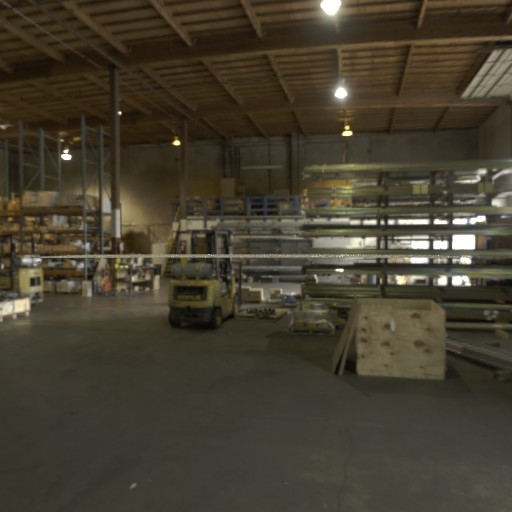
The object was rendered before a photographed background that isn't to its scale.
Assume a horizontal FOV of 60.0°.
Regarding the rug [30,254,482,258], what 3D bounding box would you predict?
[{"bbox_3d":[0.000,0.000,2.600,2.372,0.008,0.620,0,1,0],"label":"rug"}]
